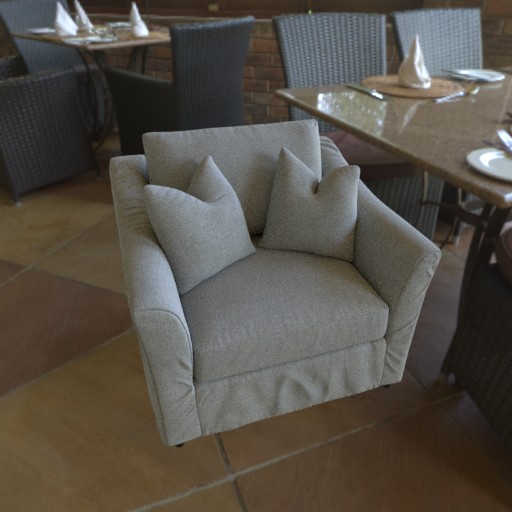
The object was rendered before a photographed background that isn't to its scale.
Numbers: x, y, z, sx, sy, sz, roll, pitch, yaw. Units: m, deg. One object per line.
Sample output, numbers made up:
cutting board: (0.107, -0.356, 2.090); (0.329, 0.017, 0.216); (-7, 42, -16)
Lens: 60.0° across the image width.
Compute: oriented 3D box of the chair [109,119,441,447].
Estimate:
chair: (0.000, 0.000, 2.088); (1.194, 1.059, 1.071); (-10, 33, -16)
